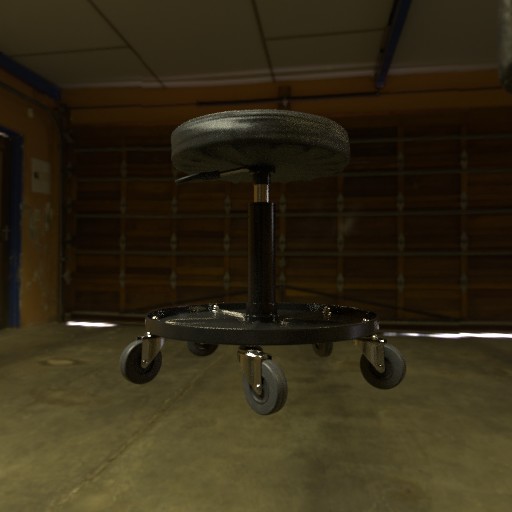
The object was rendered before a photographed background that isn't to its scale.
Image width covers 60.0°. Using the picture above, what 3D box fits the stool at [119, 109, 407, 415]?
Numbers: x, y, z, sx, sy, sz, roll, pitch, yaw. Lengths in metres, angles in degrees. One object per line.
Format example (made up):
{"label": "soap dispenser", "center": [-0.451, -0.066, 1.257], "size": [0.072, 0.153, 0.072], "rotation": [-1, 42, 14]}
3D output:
{"label": "stool", "center": [0.000, 0.000, 0.681], "size": [0.382, 0.365, 0.381], "rotation": [1, -1, -36]}
